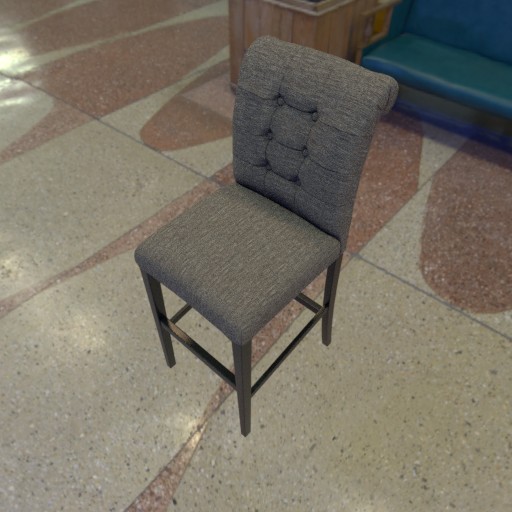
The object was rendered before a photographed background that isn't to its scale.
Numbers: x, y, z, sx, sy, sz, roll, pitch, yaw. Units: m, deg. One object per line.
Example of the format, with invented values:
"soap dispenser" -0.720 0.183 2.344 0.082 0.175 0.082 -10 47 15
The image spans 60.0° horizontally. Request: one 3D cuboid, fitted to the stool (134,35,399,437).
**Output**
"stool" 0.000 0.000 1.432 0.452 1.131 0.613 33 55 28
